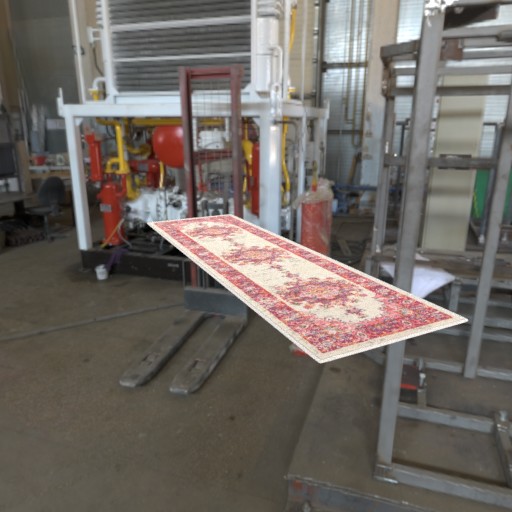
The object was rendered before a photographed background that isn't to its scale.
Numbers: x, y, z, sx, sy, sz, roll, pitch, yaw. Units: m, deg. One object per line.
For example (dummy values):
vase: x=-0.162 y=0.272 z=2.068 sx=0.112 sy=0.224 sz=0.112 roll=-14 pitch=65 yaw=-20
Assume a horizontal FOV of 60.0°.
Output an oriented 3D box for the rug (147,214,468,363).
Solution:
rug: x=0.000 y=0.000 z=2.032 sx=0.562 sy=0.009 sz=1.824 roll=-8 pitch=19 yaw=-26
